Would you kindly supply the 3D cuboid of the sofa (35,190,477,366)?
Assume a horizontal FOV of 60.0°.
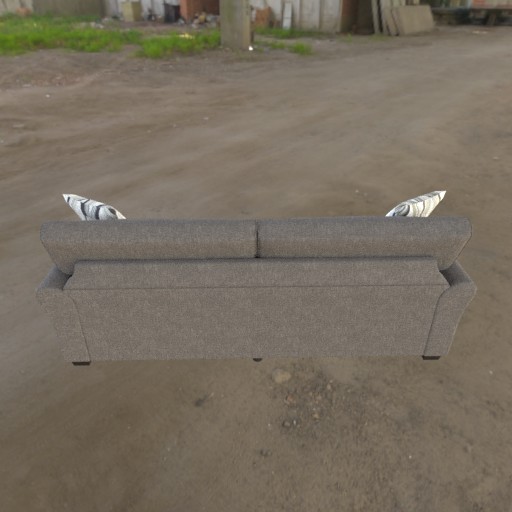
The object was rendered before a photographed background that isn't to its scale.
[{"bbox_3d":[0.000,0.000,2.442,2.032,0.813,0.889,-1,31,-1],"label":"sofa"}]
